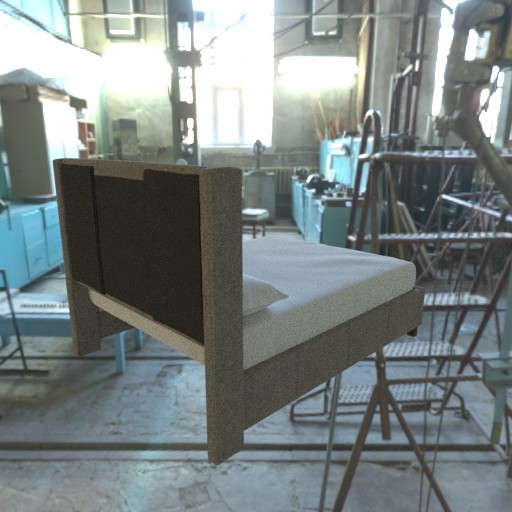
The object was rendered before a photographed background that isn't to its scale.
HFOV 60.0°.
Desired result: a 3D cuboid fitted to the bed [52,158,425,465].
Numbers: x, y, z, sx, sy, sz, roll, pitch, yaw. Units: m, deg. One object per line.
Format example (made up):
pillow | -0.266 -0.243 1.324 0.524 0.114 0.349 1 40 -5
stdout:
bed | 0.000 0.000 3.383 2.245 1.481 1.714 -14 20 -43
